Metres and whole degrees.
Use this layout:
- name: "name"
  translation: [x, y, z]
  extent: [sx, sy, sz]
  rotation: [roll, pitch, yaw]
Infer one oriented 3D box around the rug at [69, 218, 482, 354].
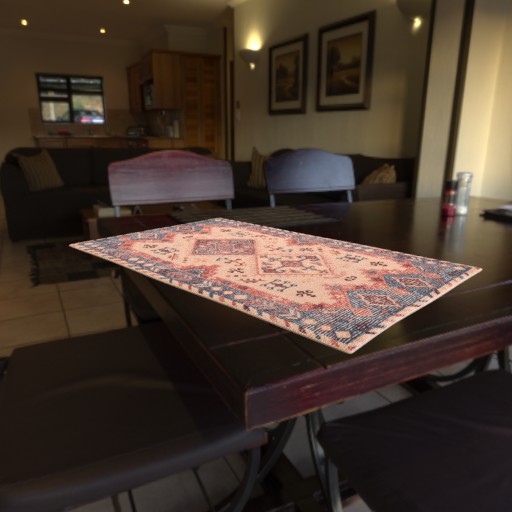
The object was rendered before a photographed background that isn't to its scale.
- name: "rug"
  translation: [0.000, 0.000, 3.054]
  extent: [2.464, 0.023, 1.521]
  rotation: [14, 21, 42]
